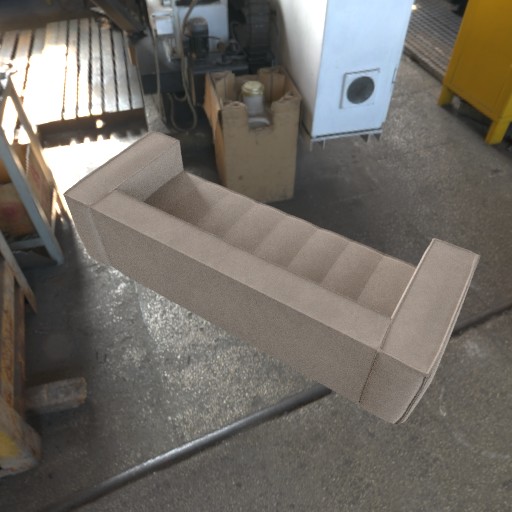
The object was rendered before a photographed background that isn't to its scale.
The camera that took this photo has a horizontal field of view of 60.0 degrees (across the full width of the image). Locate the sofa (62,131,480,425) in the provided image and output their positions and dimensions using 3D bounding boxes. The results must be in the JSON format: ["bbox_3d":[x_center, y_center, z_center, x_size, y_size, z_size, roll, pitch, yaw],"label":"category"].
[{"bbox_3d":[0.000,0.000,3.165,2.697,0.680,1.038,25,52,21],"label":"sofa"}]
